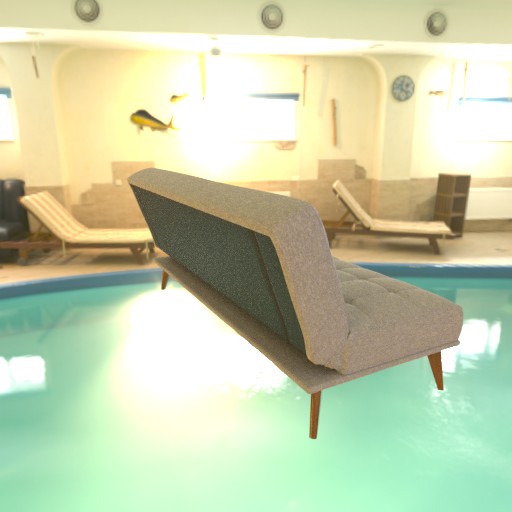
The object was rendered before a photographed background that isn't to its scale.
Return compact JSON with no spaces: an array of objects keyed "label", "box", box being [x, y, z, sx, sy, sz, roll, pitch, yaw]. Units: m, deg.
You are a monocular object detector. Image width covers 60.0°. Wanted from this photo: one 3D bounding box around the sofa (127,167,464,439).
[{"label":"sofa","box":[0.000,0.000,2.252,0.860,0.810,1.800,-8,17,-27]}]
